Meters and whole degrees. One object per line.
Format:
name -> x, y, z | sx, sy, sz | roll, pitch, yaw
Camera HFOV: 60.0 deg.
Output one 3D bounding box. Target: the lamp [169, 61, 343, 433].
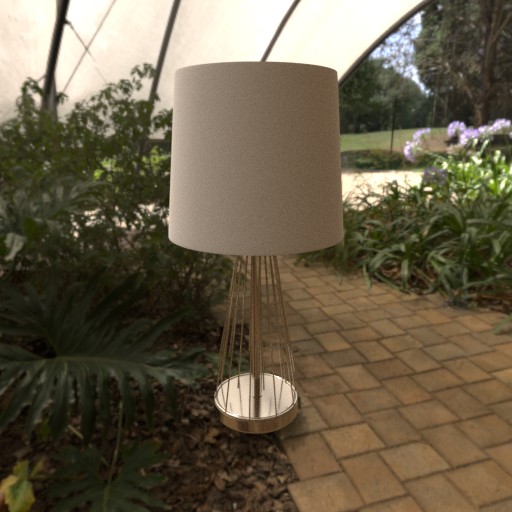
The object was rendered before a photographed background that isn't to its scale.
lamp -> 0.000, 0.000, 0.793 | 0.303, 0.618, 0.303 | 0, 15, 0
